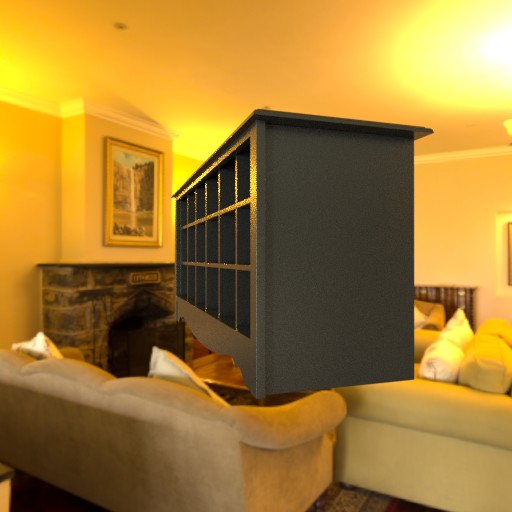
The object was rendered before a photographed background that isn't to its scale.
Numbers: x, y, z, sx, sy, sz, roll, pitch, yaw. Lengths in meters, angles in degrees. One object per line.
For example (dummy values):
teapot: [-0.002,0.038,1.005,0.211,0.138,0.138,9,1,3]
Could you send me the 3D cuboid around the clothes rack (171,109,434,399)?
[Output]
clothes rack: [0.000,0.000,1.466,0.406,0.556,1.219,0,0,-18]
